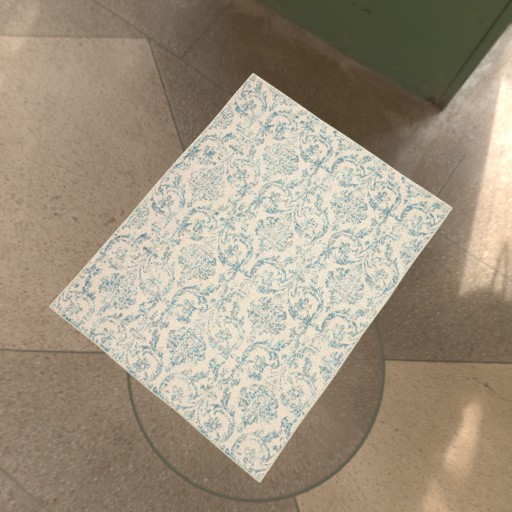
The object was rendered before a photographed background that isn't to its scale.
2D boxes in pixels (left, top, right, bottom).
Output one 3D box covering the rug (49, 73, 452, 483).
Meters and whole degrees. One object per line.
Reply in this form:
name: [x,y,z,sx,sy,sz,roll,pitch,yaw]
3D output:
rug: [0.000,0.000,4.046,2.363,0.012,2.980,37,79,8]
